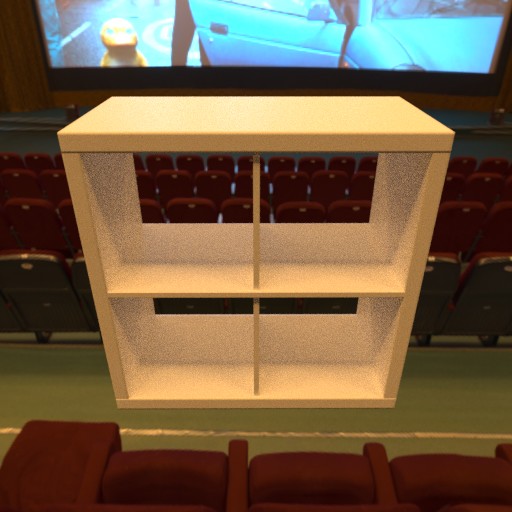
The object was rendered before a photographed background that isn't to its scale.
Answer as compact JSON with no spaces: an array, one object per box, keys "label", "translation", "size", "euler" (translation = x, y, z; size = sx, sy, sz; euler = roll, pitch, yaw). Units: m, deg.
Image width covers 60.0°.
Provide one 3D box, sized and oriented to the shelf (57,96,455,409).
[{"label":"shelf","translation":[0.000,0.000,1.244],"size":[0.790,0.786,0.390],"euler":[0,30,0]}]
